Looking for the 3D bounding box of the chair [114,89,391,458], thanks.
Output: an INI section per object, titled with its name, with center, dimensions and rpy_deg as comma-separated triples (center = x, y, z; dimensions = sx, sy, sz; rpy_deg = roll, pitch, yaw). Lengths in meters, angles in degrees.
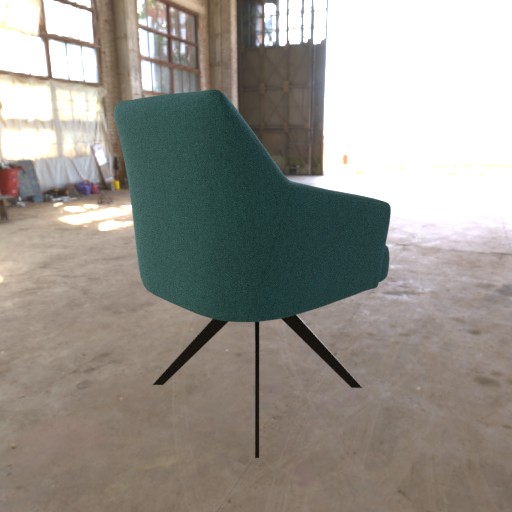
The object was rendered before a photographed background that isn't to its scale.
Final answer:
[chair]
center = 0.000, 0.000, 1.334
dimensions = 0.677, 0.874, 0.642
rpy_deg = -14, 20, -43
